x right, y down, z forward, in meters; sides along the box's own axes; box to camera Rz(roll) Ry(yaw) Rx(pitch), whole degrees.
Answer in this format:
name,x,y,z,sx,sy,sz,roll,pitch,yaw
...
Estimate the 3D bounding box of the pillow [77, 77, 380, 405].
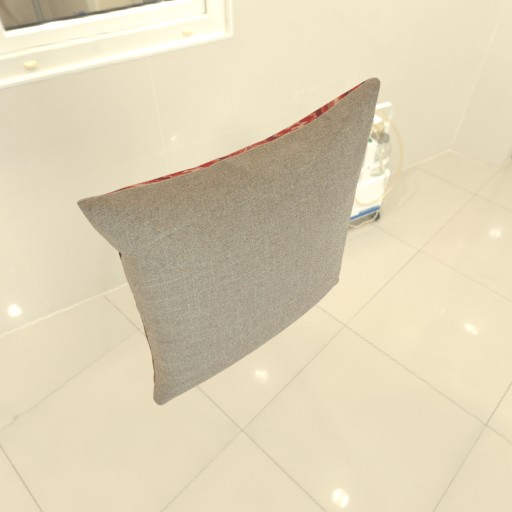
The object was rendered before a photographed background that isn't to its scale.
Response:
name,x,y,z,sx,sy,sz,roll,pitch,yaw
pillow,0.000,0.000,0.790,0.513,0.511,0.158,-31,54,-26
